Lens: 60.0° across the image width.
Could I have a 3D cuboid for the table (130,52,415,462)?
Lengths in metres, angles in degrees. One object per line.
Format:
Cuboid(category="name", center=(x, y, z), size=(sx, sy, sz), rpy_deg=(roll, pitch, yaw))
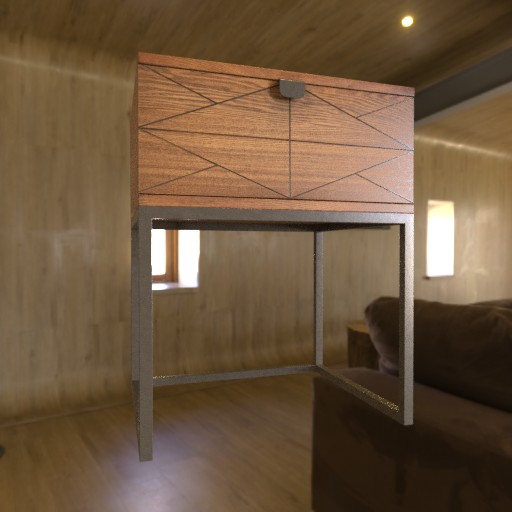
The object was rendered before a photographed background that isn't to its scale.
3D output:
Cuboid(category="table", center=(0.000, 0.000, 0.907), size=(0.482, 0.610, 0.400), rpy_deg=(0, 1, -17))
